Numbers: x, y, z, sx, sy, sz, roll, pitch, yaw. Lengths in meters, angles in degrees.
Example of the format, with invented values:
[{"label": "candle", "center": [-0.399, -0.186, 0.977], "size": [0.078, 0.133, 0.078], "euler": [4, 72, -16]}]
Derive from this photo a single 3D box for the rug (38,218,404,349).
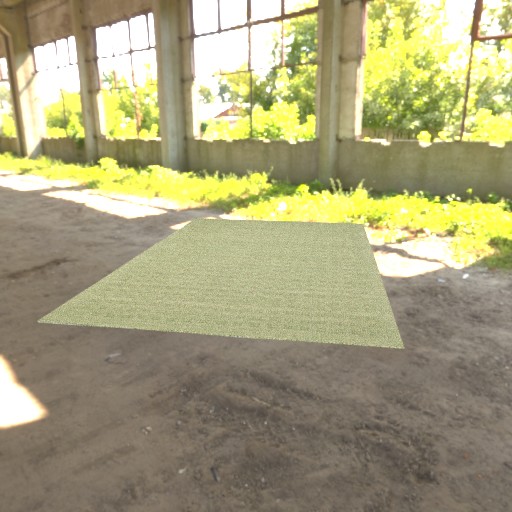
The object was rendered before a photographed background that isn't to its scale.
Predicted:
[{"label": "rug", "center": [0.000, 0.000, 2.171], "size": [1.143, 0.006, 1.747], "euler": [3, 16, 9]}]
